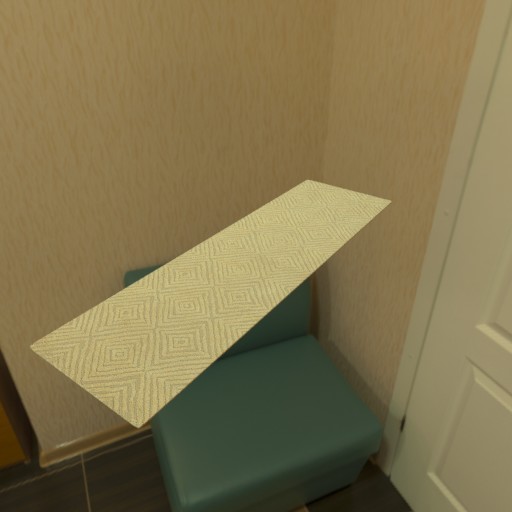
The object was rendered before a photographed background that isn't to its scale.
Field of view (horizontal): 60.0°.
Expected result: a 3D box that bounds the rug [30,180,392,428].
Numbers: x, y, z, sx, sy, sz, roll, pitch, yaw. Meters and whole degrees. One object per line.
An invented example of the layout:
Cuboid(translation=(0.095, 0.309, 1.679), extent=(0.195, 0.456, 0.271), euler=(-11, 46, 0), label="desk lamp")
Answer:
Cuboid(translation=(0.000, 0.000, 2.451), extent=(0.676, 0.008, 2.277), euler=(21, 37, 30), label="rug")
